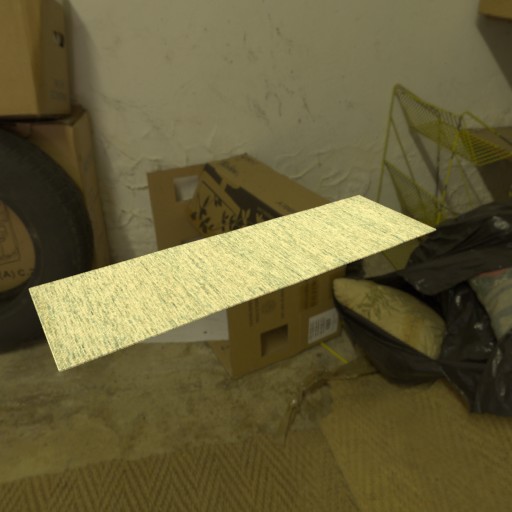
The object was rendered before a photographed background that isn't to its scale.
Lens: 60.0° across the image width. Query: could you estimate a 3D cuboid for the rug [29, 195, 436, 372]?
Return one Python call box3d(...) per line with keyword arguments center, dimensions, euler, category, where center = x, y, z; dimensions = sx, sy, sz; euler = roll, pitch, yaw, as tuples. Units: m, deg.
box3d(center=(0.000, 0.000, 2.530), dimensions=(2.290, 0.014, 0.700), euler=(-18, 34, -28), category="rug")
